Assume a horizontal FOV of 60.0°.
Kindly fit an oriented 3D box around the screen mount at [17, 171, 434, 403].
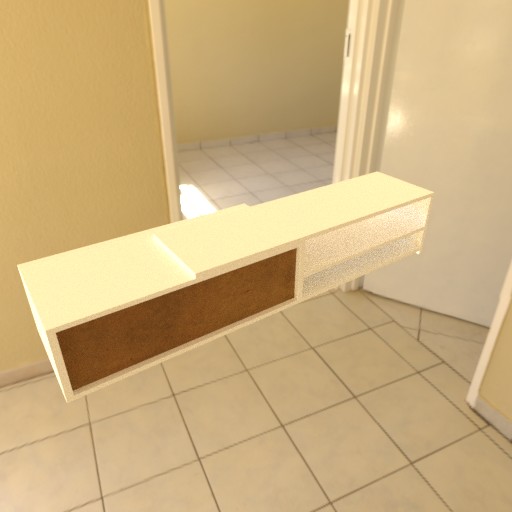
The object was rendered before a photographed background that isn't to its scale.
[{"bbox_3d":[0.000,0.000,1.838,1.680,0.320,0.420,-19,35,-29],"label":"screen mount"}]
